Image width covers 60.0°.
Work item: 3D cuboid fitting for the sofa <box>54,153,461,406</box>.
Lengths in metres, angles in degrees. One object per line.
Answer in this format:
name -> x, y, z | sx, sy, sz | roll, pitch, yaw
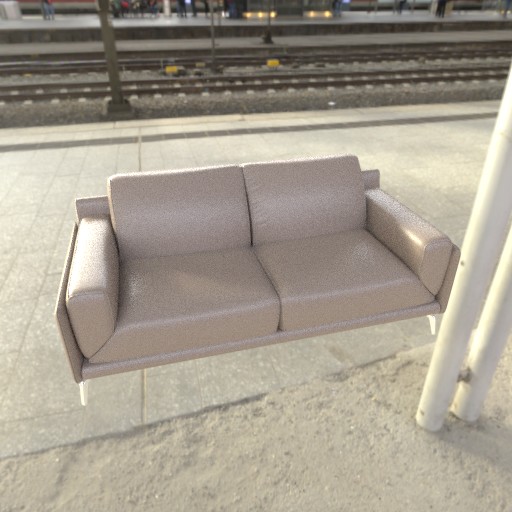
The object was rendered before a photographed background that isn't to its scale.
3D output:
sofa -> 0.000, 0.000, 2.609 | 2.101, 0.930, 1.049 | -8, 31, -13
